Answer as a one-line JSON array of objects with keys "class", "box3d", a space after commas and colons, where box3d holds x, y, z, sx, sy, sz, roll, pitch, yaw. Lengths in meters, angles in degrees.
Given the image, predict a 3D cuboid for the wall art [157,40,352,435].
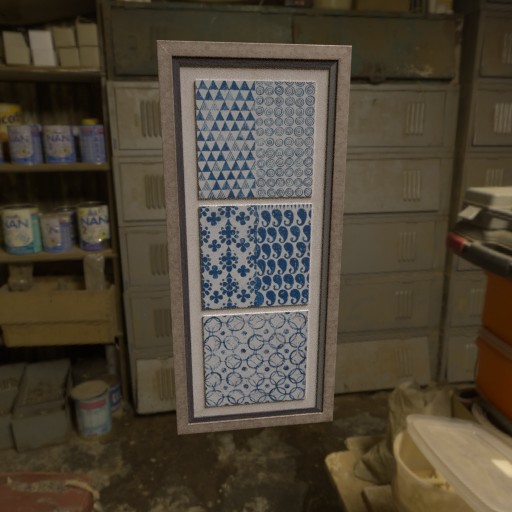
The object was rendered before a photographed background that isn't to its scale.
[{"class": "wall art", "box3d": [0.000, 0.000, 1.669, 0.648, 1.461, 0.051, -2, 15, -8]}]
